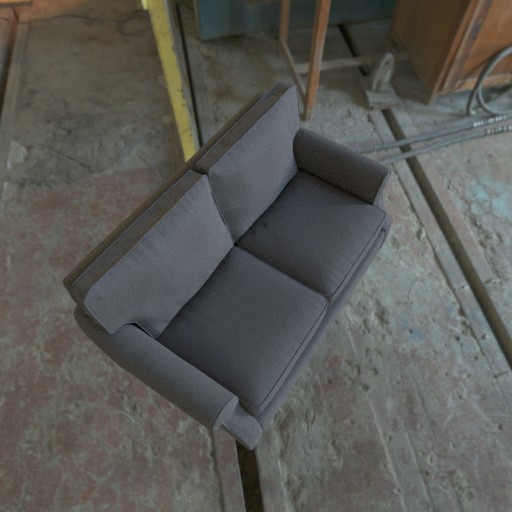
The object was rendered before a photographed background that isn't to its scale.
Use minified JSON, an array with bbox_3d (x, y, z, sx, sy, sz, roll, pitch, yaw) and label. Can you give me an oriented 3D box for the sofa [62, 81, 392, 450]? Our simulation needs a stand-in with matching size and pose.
[{"bbox_3d":[0.000,0.000,2.286,0.964,0.937,1.665,30,62,17],"label":"sofa"}]
